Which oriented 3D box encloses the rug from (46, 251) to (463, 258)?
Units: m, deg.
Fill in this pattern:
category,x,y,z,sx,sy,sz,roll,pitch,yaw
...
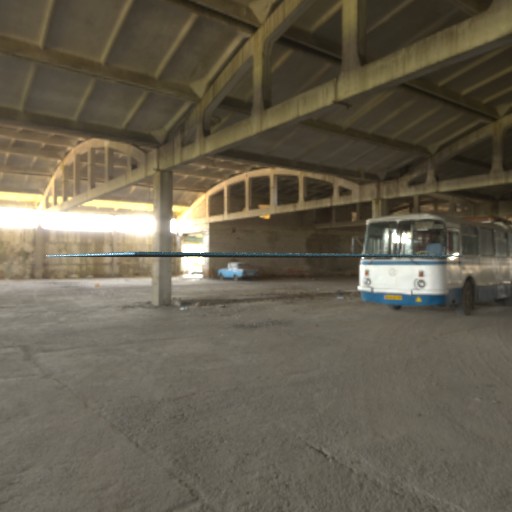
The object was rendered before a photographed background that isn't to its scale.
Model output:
category,x,y,z,sx,sy,sz,roll,pitch,yaw
rug,0.000,0.000,2.865,2.205,0.012,1.554,0,-1,-36
